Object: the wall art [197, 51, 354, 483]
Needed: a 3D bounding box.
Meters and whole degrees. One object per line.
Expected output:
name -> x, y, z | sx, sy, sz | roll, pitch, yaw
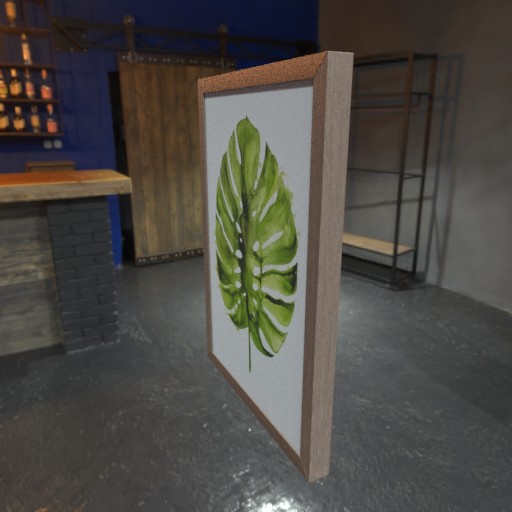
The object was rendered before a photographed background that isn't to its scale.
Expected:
wall art -> 0.000, 0.000, 0.654 | 0.032, 0.510, 0.358 | -9, 19, -26
